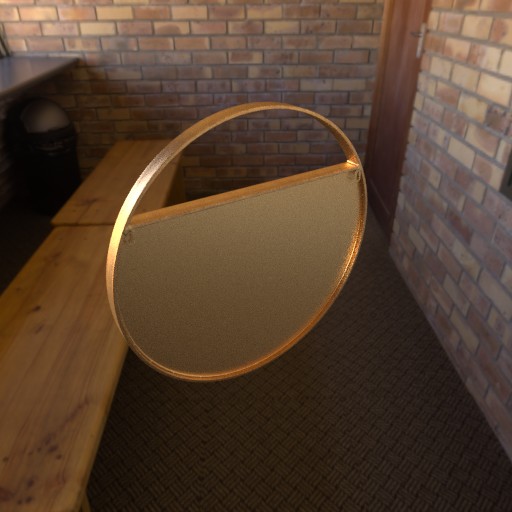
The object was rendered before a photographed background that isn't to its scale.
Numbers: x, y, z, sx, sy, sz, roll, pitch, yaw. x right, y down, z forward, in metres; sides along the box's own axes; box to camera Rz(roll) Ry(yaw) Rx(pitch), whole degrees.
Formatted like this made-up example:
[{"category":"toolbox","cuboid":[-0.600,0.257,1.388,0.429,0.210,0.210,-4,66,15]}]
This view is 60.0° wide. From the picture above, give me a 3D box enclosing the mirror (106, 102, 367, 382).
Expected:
[{"category":"mirror","cuboid":[0.000,0.000,0.856,0.565,0.565,0.032,-19,36,-29]}]
